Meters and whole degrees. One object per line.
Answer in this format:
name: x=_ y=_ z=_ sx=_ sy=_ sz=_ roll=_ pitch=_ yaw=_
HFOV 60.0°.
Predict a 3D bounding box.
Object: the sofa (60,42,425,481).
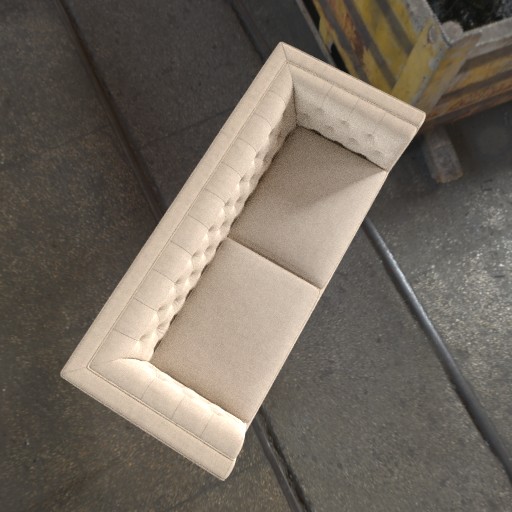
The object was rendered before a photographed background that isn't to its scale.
sofa: x=0.000 y=0.000 z=2.242 sx=0.775 sy=0.762 sz=1.778 roll=30 pitch=78 yaw=7
